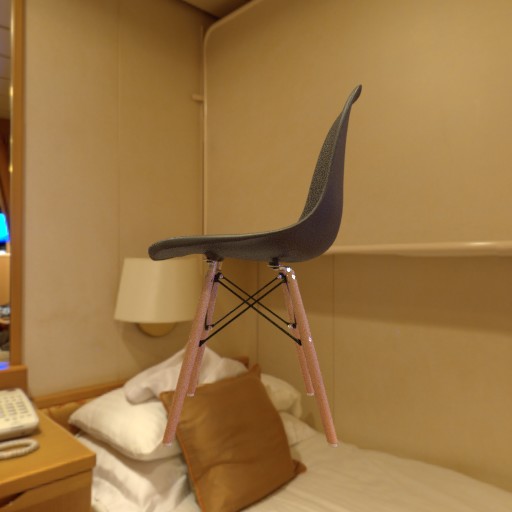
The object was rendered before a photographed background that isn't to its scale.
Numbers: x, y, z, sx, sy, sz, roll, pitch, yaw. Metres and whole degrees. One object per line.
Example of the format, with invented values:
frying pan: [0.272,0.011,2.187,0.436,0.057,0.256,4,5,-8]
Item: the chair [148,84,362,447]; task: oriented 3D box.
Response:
chair: [0.000,0.000,1.147,0.533,0.825,0.470,0,-1,0]
